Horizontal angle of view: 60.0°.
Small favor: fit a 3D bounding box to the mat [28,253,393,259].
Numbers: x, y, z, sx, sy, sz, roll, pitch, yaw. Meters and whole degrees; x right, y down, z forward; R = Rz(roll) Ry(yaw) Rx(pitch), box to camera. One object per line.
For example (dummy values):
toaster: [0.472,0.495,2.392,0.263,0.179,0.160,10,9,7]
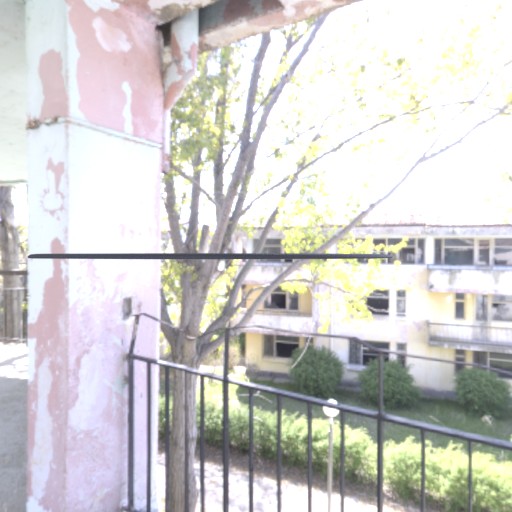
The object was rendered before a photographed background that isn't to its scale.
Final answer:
mat: [0.000,0.000,1.607,0.917,0.016,1.220,0,0,36]
